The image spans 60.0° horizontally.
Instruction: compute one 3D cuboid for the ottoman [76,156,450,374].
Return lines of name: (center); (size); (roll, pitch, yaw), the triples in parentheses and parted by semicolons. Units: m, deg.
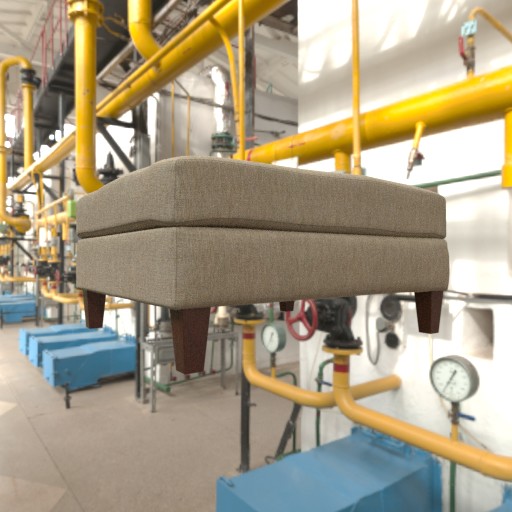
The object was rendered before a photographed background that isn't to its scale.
ottoman: (0.000, 0.000, 1.476); (0.976, 0.492, 0.836); (0, 0, -35)
